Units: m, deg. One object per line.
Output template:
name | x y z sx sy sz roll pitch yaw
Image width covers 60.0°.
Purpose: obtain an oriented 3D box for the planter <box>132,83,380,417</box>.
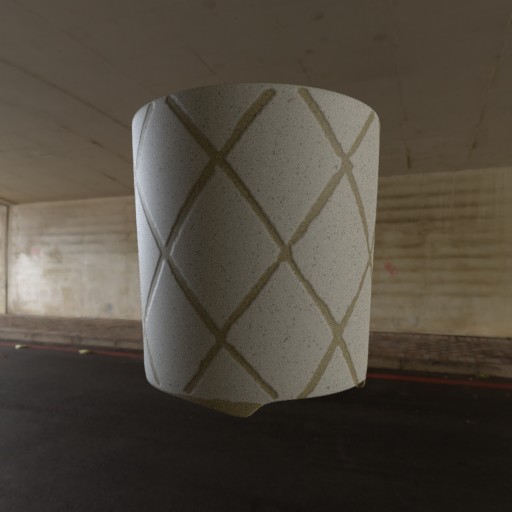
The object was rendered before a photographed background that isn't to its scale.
planter | 0.000 0.000 0.351 0.191 0.199 0.191 0 -1 0
